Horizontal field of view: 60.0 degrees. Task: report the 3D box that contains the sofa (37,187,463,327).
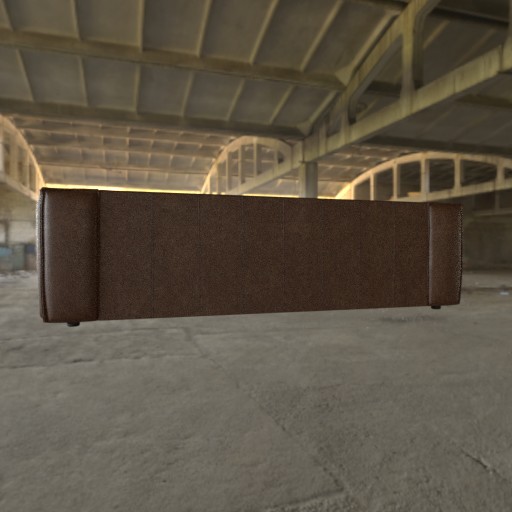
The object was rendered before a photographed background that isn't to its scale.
[{"bbox_3d":[0.000,0.000,3.013,2.581,0.701,1.102,0,1,-17],"label":"sofa"}]
